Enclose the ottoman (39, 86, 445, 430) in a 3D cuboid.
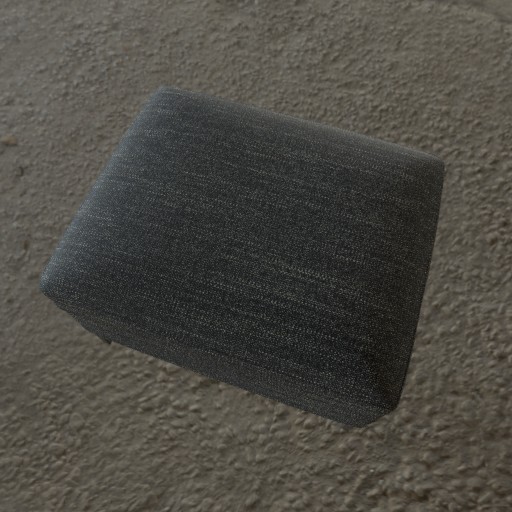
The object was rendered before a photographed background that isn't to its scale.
[{"bbox_3d":[0.000,0.000,1.202,0.814,0.491,0.667,17,65,8],"label":"ottoman"}]
